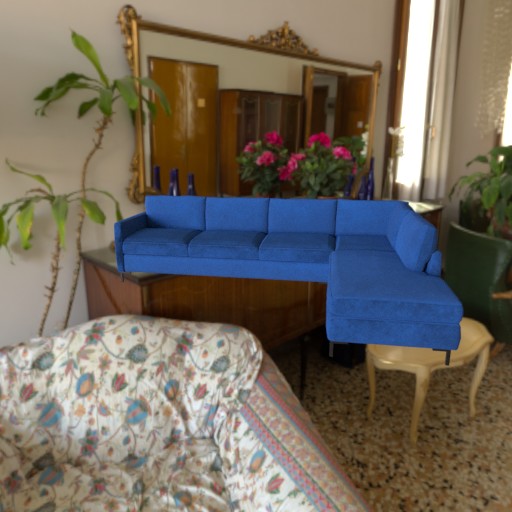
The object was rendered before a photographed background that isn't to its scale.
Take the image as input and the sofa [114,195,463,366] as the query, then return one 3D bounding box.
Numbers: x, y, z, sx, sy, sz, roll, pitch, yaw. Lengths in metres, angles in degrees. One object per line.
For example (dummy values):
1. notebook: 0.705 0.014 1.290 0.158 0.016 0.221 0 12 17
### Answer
1. sofa: 0.000 0.000 3.283 2.486 0.687 1.707 3 15 10
